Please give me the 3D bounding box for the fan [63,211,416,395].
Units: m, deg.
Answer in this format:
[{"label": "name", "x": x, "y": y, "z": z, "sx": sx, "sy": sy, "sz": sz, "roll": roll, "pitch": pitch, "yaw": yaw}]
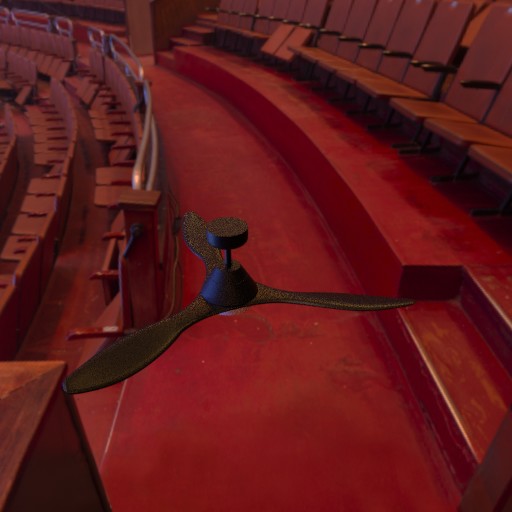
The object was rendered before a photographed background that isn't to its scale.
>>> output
[{"label": "fan", "x": 0.000, "y": 0.000, "z": 1.587, "sx": 1.067, "sy": 0.305, "sz": 1.067, "roll": -1, "pitch": 31, "yaw": -2}]
